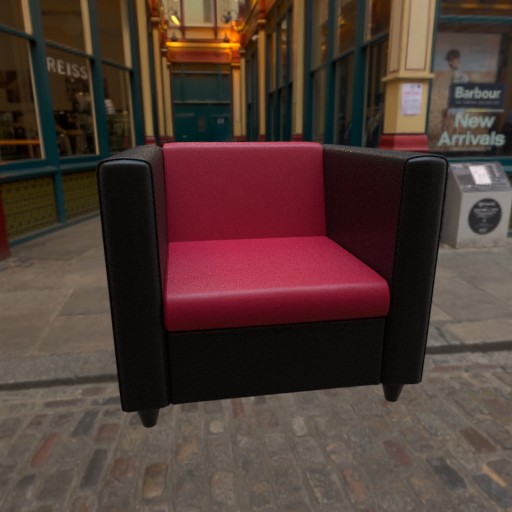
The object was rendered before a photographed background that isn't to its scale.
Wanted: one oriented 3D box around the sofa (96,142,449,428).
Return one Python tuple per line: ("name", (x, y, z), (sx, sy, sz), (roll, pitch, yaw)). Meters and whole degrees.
("sofa", (0.000, 0.000, 1.484), (0.839, 0.724, 0.809), (-3, 16, -9))
